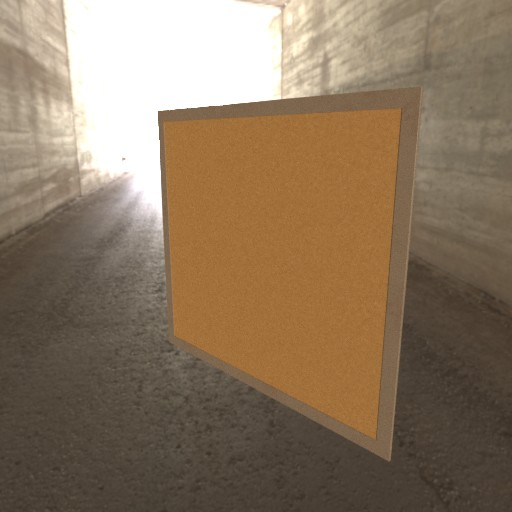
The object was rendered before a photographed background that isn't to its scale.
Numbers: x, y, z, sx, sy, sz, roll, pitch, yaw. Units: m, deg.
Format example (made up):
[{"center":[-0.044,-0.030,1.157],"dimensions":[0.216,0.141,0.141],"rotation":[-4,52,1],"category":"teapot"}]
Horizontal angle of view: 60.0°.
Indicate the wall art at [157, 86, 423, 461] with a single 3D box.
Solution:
[{"center":[0.000,0.000,1.618],"dimensions":[0.025,1.067,1.168],"rotation":[-14,20,-43],"category":"wall art"}]
